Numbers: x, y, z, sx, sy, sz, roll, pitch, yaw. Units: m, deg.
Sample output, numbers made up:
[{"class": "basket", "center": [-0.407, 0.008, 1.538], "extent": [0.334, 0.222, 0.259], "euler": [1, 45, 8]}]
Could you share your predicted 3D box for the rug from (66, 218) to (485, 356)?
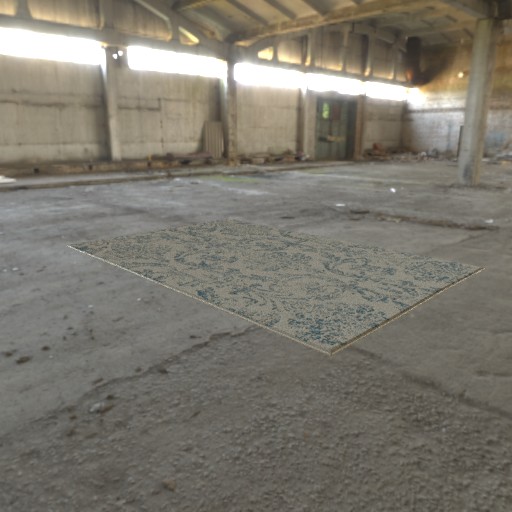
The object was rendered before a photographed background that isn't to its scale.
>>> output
[{"class": "rug", "center": [0.000, 0.000, 2.295], "extent": [1.213, 0.012, 1.831], "euler": [-14, 21, -43]}]
